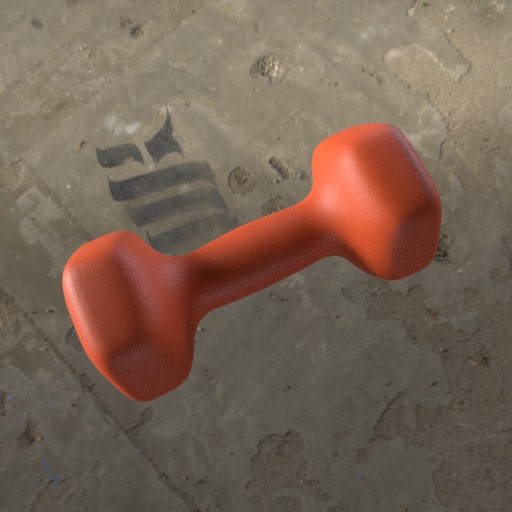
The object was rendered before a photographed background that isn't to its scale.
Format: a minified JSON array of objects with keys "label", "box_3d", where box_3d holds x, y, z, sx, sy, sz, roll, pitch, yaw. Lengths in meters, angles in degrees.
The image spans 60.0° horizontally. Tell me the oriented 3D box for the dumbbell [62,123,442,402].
[{"label":"dumbbell","box_3d":[0.000,0.000,0.206,0.162,0.071,0.079,-24,78,-6]}]
